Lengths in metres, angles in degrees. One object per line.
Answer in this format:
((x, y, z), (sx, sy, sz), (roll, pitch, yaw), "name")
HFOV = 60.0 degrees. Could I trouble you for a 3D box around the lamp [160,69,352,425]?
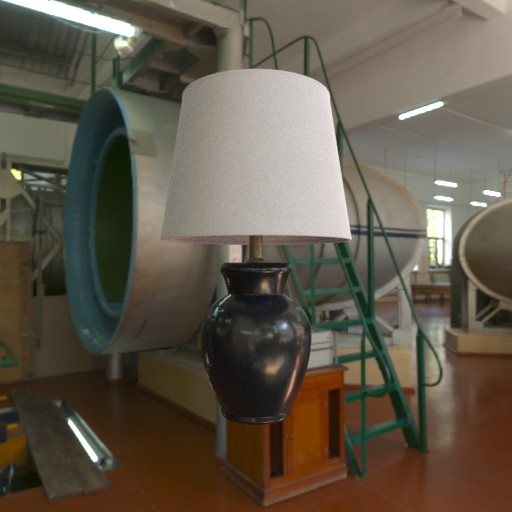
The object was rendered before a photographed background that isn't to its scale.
((0.000, 0.000, 0.567), (0.239, 0.399, 0.239), (0, -1, 0), "lamp")
